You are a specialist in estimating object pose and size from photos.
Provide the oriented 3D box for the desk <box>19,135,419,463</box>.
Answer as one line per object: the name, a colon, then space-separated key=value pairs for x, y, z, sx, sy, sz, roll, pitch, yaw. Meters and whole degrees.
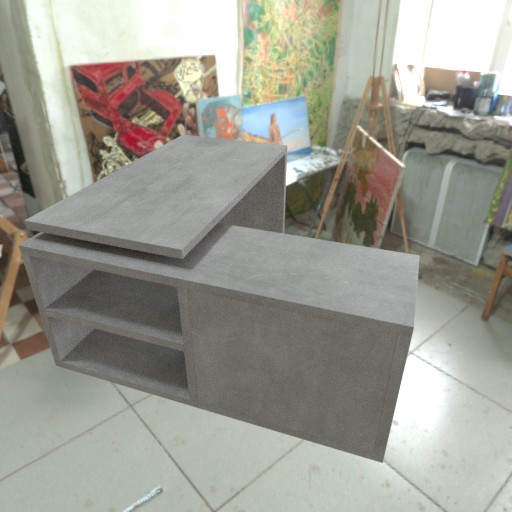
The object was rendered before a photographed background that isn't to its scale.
desk: x=0.000 y=0.000 z=2.253 sx=1.500 sy=0.740 sz=1.400 roll=10 pitch=32 yaw=17
